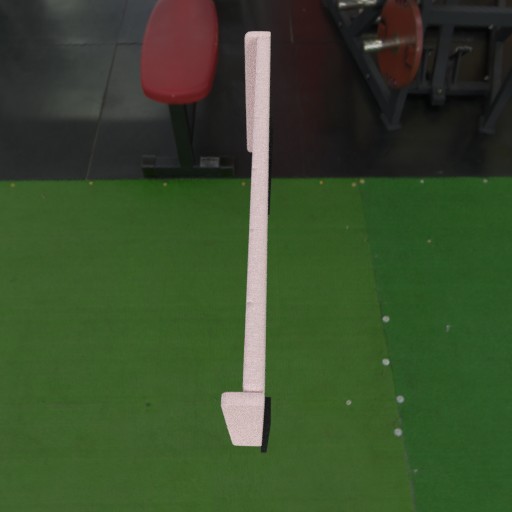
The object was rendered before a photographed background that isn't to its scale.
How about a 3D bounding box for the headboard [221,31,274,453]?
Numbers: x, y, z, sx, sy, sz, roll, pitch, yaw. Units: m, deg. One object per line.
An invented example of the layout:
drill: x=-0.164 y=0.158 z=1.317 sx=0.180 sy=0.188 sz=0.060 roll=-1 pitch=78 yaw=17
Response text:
headboard: x=0.000 y=0.000 z=2.630 sx=0.184 sy=1.524 sz=2.051 roll=1 pitch=59 yaw=1
